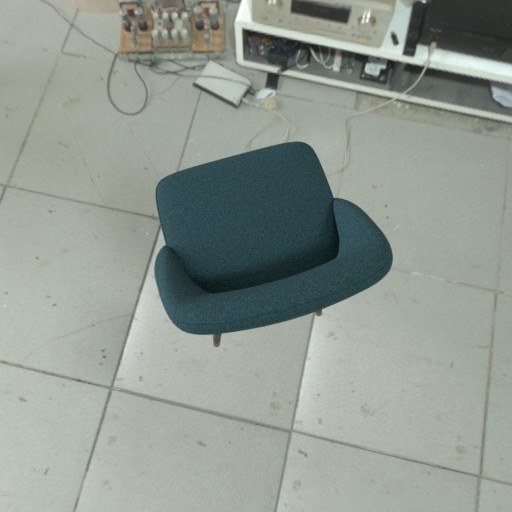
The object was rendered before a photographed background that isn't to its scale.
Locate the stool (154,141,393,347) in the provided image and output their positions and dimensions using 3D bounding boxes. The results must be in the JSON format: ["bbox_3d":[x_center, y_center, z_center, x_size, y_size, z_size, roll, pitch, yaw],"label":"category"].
[{"bbox_3d":[0.000,0.000,1.357,0.536,1.032,0.522,-16,75,-4],"label":"stool"}]
